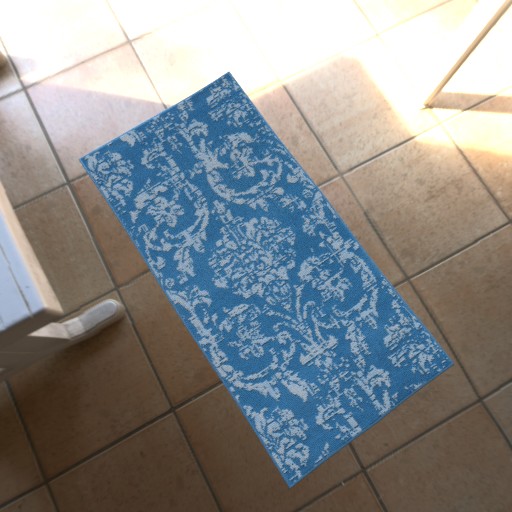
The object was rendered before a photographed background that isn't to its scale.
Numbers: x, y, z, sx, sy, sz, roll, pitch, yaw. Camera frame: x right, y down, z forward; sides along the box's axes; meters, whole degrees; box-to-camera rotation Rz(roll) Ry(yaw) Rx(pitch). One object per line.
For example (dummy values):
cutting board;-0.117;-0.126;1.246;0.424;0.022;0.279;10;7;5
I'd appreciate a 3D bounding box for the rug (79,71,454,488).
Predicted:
rug;0.000;0.000;1.402;0.604;0.007;1.219;-34;79;-8
